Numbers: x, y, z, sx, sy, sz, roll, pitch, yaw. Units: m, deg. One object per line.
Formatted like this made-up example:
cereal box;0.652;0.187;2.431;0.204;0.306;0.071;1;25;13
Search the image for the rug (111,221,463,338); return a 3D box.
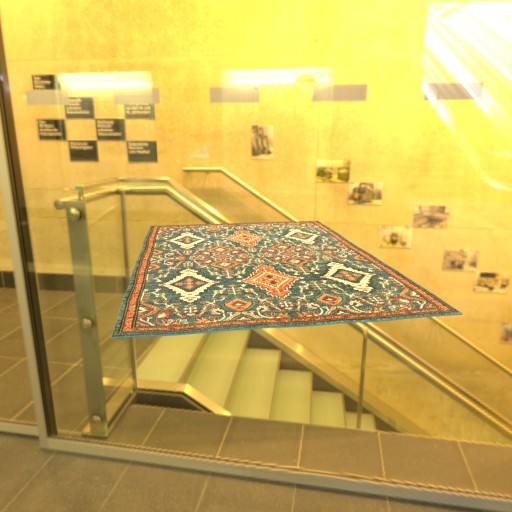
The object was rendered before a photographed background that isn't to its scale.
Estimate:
rug;0.000;0.000;3.086;1.622;0.009;2.373;-2;16;-9
